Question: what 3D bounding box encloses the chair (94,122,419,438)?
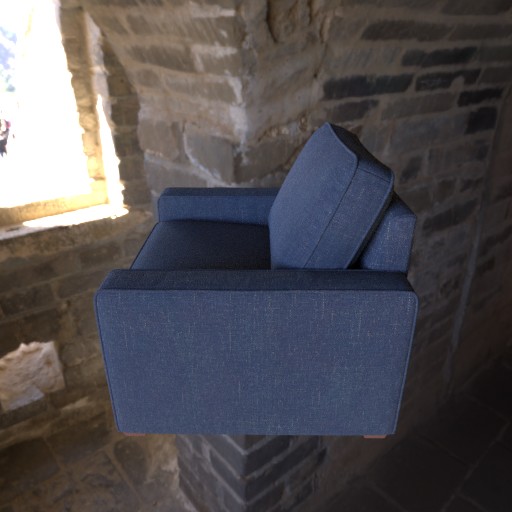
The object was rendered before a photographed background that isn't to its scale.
[{"bbox_3d":[0.000,0.000,1.724,0.940,0.919,1.017,0,26,1],"label":"chair"}]
